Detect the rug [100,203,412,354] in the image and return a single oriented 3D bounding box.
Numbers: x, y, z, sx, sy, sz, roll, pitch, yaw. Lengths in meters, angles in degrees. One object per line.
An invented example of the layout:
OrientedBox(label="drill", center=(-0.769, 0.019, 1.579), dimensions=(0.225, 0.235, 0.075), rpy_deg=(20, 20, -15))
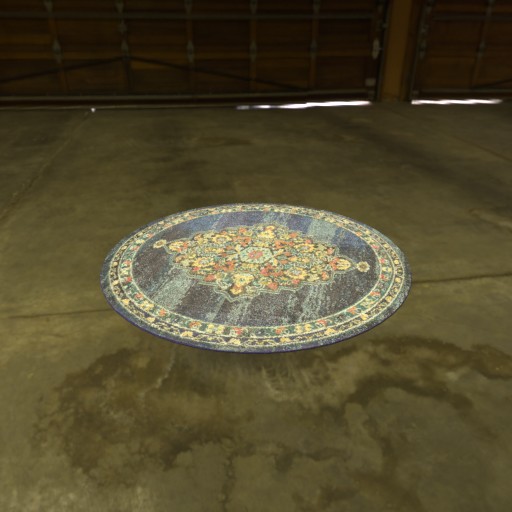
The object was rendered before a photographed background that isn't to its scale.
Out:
OrientedBox(label="rug", center=(0.000, 0.000, 2.368), dimensions=(1.591, 0.010, 1.591), rpy_deg=(0, 27, 0))
